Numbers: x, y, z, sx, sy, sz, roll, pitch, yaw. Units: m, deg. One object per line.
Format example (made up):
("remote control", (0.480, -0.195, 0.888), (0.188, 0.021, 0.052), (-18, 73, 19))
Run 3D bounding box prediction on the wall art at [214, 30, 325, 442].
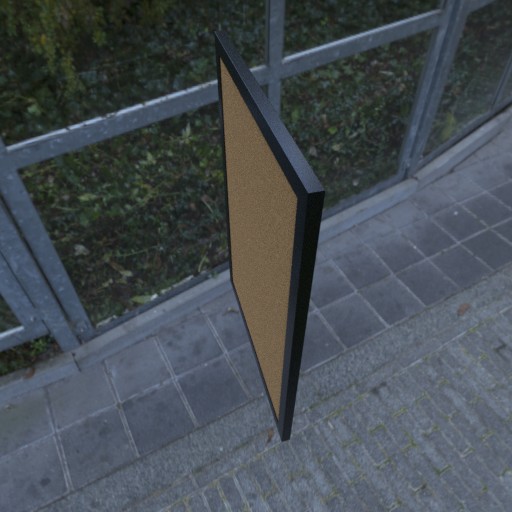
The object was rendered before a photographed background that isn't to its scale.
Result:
("wall art", (0.000, 0.000, 0.845), (0.019, 0.656, 0.462), (-12, 47, -11))
